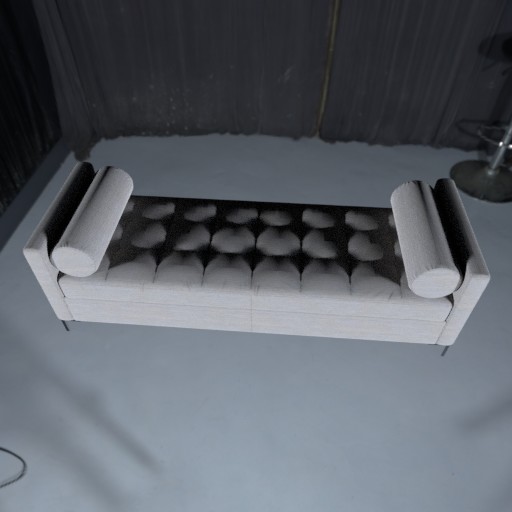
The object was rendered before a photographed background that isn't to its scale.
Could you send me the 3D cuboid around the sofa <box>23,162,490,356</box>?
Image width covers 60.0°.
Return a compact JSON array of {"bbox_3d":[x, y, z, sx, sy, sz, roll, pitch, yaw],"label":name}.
[{"bbox_3d":[0.000,0.000,2.304,1.981,0.635,0.686,3,46,3],"label":"sofa"}]
